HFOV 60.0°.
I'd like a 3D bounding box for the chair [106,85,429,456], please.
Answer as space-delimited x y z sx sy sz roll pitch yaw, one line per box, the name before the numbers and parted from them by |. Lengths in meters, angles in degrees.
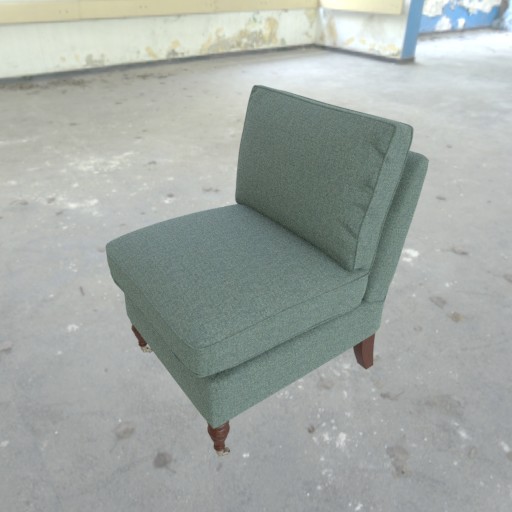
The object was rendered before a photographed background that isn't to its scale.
chair | 0.000 0.000 1.415 0.796 0.901 0.624 -22 38 -30
